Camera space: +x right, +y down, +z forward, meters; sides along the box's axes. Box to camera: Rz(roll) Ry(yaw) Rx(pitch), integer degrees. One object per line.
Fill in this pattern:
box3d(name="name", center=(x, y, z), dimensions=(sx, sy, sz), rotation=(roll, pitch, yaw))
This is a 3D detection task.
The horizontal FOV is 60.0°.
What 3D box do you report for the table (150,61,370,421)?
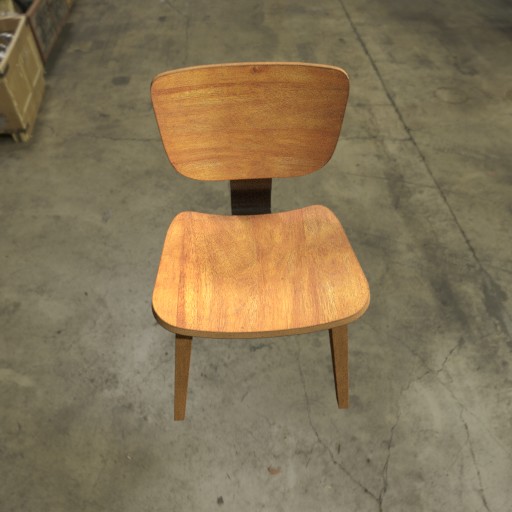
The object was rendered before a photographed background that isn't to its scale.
box3d(name="table", center=(0.000, 0.000, 1.124), dimensions=(0.499, 0.805, 0.500), rotation=(-3, 48, -3))
